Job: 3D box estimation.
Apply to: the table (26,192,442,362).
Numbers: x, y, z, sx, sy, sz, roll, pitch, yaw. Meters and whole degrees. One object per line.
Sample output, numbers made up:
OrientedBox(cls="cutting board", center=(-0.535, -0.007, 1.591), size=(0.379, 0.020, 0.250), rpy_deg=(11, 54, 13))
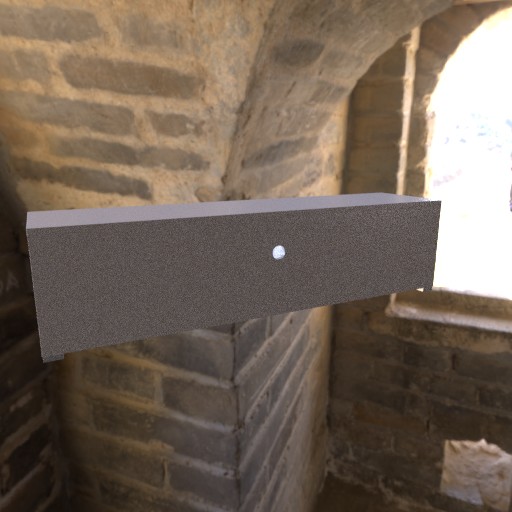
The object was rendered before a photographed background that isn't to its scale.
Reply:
OrientedBox(cls="table", center=(0.000, 0.000, 1.837), size=(1.650, 0.420, 0.390), rpy_deg=(-7, 15, -25))
